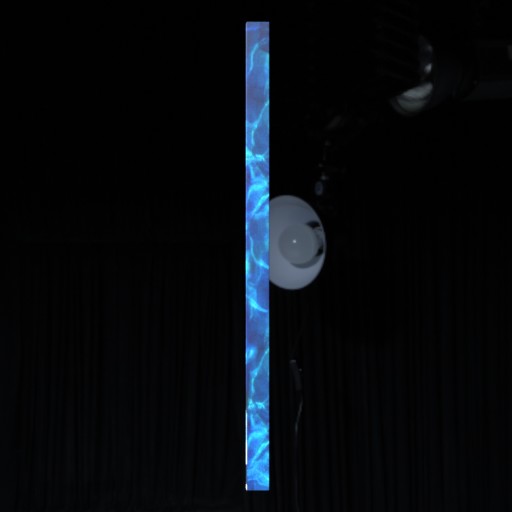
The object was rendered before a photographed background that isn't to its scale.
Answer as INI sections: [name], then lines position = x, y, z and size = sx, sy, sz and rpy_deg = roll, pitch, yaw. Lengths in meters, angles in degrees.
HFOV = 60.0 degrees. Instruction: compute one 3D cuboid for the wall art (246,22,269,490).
[wall art]
position = 0.000, 0.000, 1.024
size = 0.038, 0.760, 0.609
rpy_deg = 0, 0, 0
